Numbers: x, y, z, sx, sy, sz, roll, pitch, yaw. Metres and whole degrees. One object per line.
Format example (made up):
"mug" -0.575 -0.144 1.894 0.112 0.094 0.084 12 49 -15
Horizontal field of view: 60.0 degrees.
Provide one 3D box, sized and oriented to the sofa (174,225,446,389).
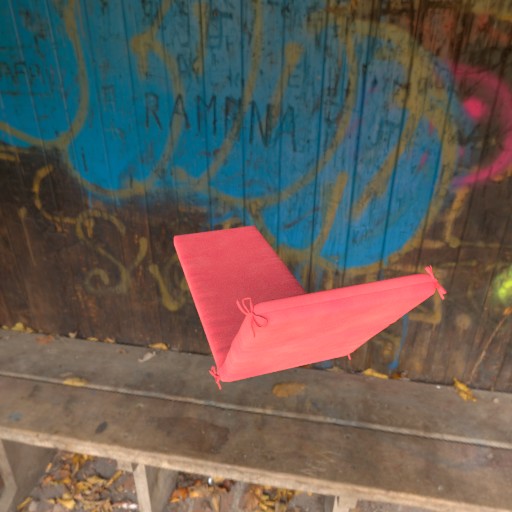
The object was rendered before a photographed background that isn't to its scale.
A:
"sofa" 0.000 0.000 1.922 0.582 0.622 1.663 -9 29 -16
